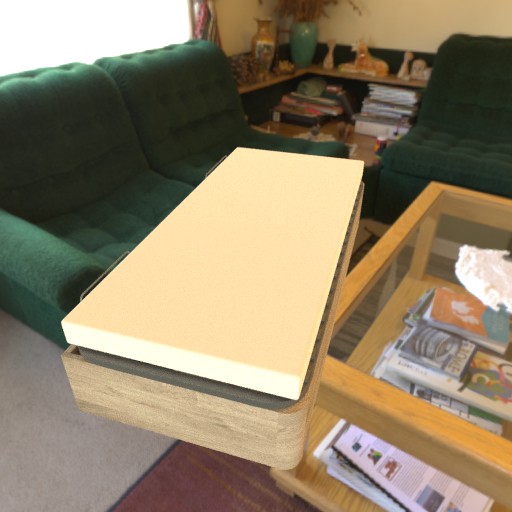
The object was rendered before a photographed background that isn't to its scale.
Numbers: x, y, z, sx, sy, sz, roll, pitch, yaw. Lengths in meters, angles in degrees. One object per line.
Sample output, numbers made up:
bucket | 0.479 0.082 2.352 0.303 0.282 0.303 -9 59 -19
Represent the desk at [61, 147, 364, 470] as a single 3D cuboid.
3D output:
desk | 0.000 0.000 2.286 0.900 0.455 1.900 10 35 14
